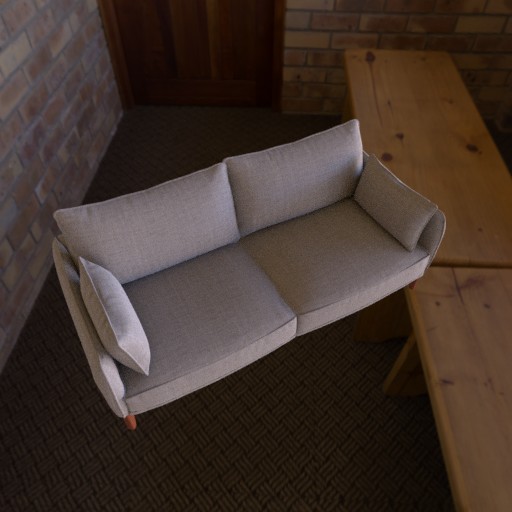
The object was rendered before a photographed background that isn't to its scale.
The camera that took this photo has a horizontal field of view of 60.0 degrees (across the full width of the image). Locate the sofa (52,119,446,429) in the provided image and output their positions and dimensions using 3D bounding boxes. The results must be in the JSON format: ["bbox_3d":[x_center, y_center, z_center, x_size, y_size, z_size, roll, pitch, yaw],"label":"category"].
[{"bbox_3d":[0.000,0.000,2.479,1.989,0.851,0.972,-22,51,-19],"label":"sofa"}]
